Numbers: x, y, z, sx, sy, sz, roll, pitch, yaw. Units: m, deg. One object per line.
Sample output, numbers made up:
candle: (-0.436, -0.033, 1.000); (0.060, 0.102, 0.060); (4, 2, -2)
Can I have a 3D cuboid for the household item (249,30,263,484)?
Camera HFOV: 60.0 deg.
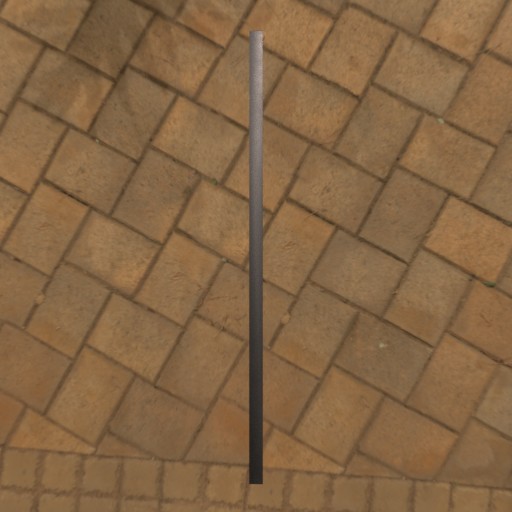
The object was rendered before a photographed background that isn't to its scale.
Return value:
household item: (0.000, 0.000, 1.095); (0.030, 0.236, 1.001); (0, 89, 0)
